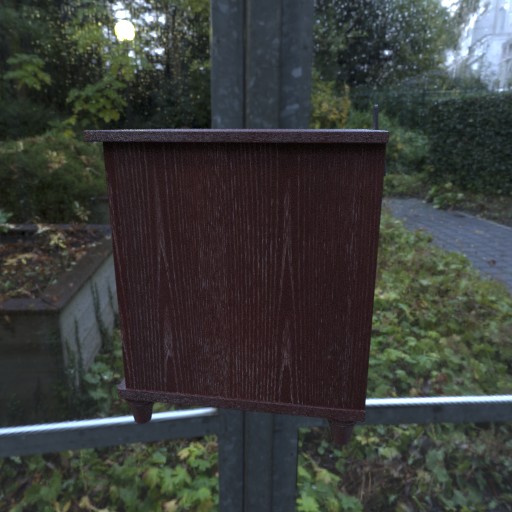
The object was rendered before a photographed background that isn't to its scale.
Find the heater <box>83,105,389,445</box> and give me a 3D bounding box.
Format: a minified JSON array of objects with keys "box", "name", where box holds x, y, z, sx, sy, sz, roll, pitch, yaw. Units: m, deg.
[{"box":[0.000,0.000,0.751,0.400,0.481,0.362,3,16,9],"name":"heater"}]
